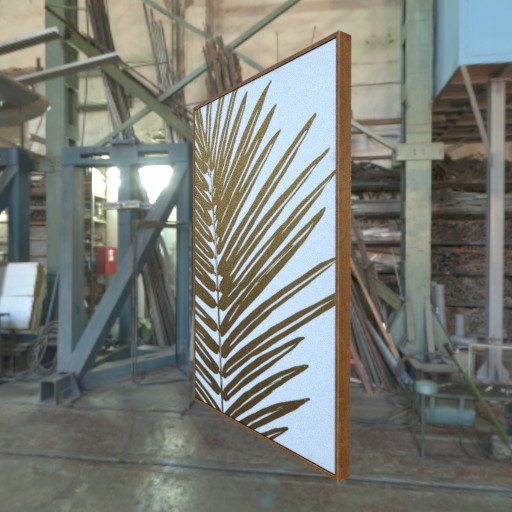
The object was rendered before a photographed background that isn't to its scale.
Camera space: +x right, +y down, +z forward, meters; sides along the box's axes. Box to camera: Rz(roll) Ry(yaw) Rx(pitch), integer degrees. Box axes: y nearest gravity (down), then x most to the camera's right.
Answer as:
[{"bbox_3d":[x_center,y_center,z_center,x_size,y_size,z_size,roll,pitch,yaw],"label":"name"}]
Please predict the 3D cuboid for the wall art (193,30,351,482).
[{"bbox_3d":[0.000,0.000,1.151,0.037,0.914,0.610,-1,1,-37],"label":"wall art"}]
